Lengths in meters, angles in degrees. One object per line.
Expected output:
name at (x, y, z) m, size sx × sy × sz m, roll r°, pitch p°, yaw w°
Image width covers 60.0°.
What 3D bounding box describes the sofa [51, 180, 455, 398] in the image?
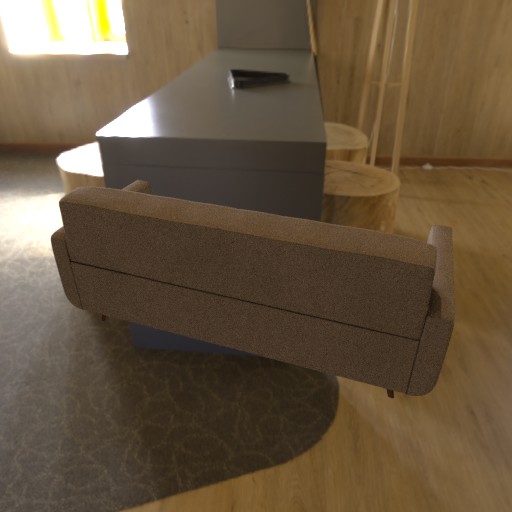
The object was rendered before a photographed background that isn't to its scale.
sofa at (0.000, 0.000, 2.505) m, size 2.029 × 0.841 × 0.909 m, roll 11°, pitch 33°, yaw 17°
